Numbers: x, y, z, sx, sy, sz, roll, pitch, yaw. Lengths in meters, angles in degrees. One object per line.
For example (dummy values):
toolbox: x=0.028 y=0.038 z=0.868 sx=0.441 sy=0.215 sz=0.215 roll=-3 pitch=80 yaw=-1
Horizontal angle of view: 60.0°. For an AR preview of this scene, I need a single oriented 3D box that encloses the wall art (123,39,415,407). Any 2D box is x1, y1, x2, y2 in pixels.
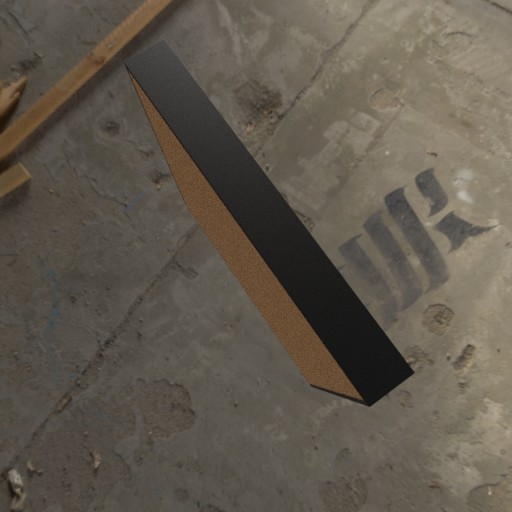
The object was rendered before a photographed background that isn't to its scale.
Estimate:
wall art: x=0.000 y=0.000 z=0.457 sx=0.037 sy=0.303 sz=0.304 roll=-34 pitch=78 yaw=-8
